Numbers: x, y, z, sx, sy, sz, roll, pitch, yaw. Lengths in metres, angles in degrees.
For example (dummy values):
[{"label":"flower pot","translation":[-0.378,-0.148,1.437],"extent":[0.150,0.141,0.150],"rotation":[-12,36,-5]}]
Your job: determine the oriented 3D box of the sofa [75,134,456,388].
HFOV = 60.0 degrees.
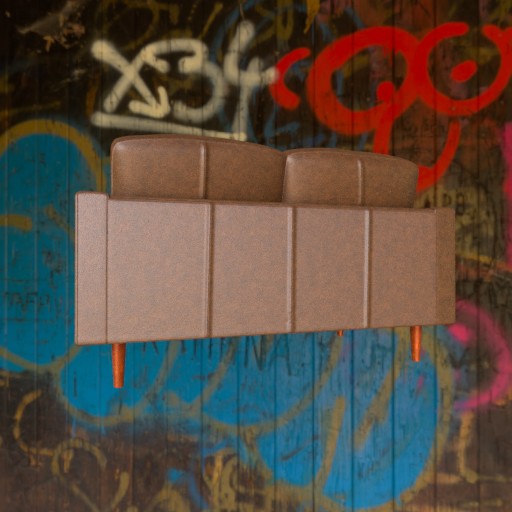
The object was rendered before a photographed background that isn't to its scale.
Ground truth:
[{"label":"sofa","translation":[0.000,0.000,2.156],"extent":[1.578,0.951,0.909],"rotation":[0,0,-18]}]
